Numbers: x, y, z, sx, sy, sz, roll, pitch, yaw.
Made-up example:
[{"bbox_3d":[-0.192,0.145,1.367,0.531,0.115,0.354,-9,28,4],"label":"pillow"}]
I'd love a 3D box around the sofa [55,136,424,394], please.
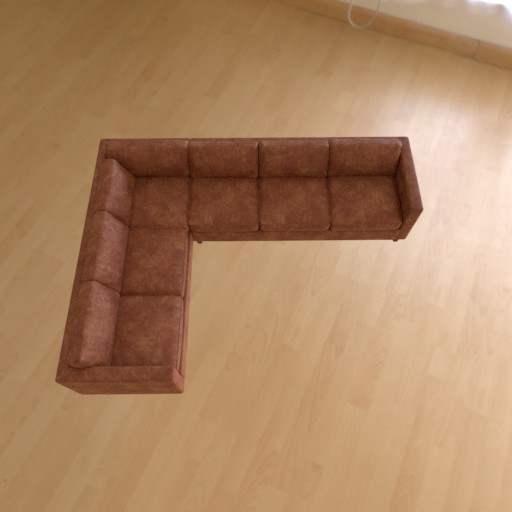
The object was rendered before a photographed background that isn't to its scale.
[{"bbox_3d":[0.000,0.000,4.227,3.150,0.838,2.438,-1,64,0],"label":"sofa"}]
